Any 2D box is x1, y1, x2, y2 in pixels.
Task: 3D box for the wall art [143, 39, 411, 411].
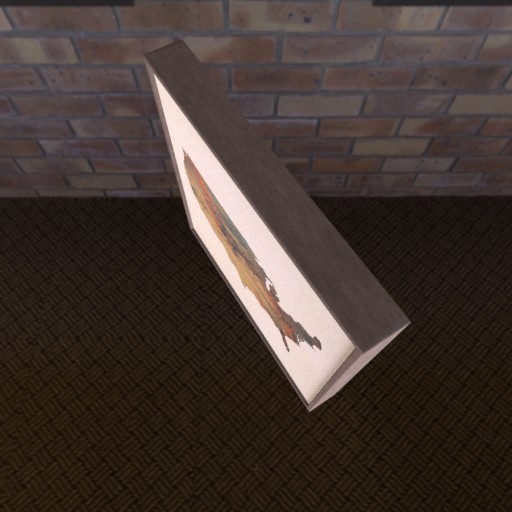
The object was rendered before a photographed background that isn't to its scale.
[{"bbox_3d":[0.000,0.000,0.463,0.038,0.302,0.303,-30,68,-13],"label":"wall art"}]
